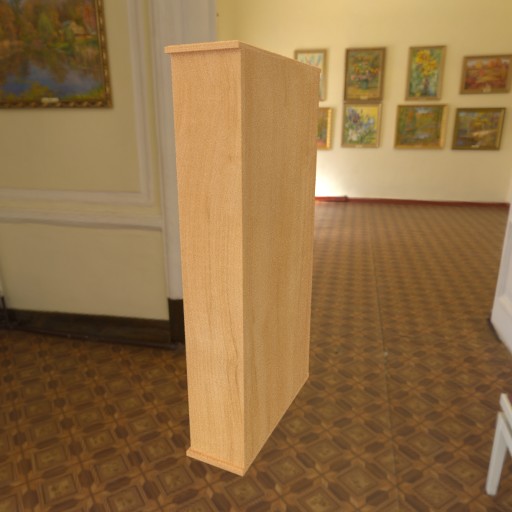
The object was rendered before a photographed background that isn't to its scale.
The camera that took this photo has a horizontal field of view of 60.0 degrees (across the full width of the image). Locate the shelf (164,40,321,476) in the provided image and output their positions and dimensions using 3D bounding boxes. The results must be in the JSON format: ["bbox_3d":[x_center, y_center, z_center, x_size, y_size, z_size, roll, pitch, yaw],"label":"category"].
[{"bbox_3d":[0.000,0.000,1.256,0.175,1.030,0.520,8,19,24],"label":"shelf"}]
